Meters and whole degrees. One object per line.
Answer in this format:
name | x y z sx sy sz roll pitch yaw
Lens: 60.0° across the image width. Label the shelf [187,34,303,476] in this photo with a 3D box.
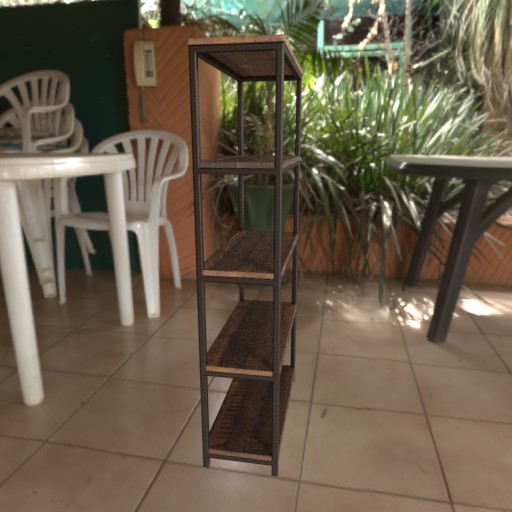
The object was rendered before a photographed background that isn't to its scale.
shelf | 0.000 0.000 2.249 0.359 1.860 0.874 3 15 10
